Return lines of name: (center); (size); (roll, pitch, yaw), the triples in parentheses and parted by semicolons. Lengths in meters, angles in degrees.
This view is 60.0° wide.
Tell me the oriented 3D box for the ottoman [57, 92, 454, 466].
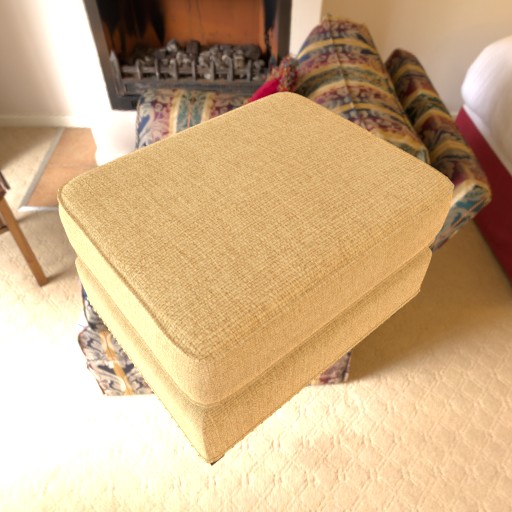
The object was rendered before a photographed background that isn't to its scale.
ottoman: (0.000, 0.000, 1.110); (0.738, 0.537, 0.589); (-32, 55, -25)
